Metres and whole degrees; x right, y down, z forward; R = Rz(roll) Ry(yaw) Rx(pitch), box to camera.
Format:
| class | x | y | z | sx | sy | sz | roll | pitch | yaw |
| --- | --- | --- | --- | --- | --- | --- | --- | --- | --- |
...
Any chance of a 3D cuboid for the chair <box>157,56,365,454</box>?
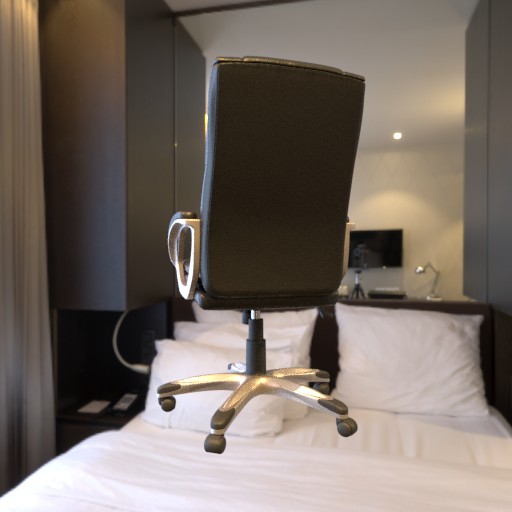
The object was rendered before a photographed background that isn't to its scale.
| class | x | y | z | sx | sy | sz | roll | pitch | yaw |
| --- | --- | --- | --- | --- | --- | --- | --- | --- | --- |
| chair | 0.000 | 0.000 | 1.636 | 0.700 | 1.145 | 0.780 | 0 | 0 | -17 |
